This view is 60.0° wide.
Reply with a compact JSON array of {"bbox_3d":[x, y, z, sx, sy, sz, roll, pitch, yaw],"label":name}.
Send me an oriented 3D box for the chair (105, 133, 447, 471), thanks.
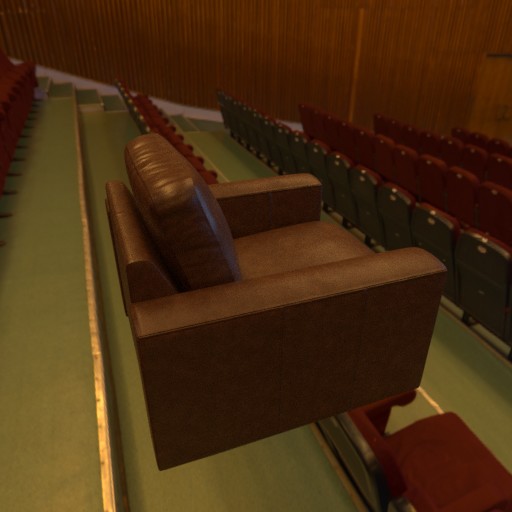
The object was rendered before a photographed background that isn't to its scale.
[{"bbox_3d":[0.000,0.000,1.718,1.016,0.873,1.005,-11,31,-18],"label":"chair"}]
